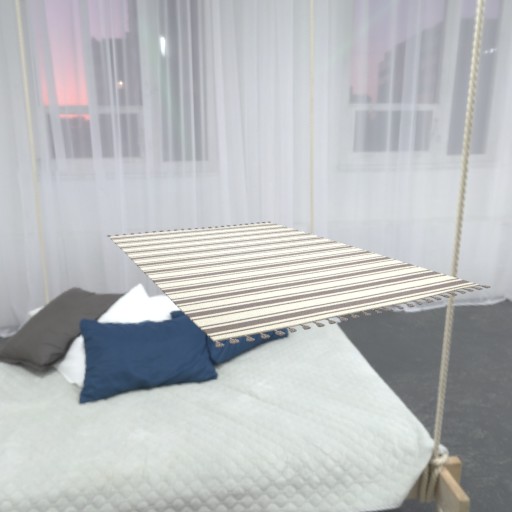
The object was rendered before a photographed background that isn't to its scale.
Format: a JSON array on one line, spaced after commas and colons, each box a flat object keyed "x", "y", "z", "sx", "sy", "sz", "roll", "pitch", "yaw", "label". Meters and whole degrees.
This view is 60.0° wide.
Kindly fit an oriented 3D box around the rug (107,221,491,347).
[{"x": 0.000, "y": 0.000, "z": 3.010, "sx": 1.563, "sy": 0.014, "sz": 2.425, "roll": -7, "pitch": 15, "yaw": -26, "label": "rug"}]
